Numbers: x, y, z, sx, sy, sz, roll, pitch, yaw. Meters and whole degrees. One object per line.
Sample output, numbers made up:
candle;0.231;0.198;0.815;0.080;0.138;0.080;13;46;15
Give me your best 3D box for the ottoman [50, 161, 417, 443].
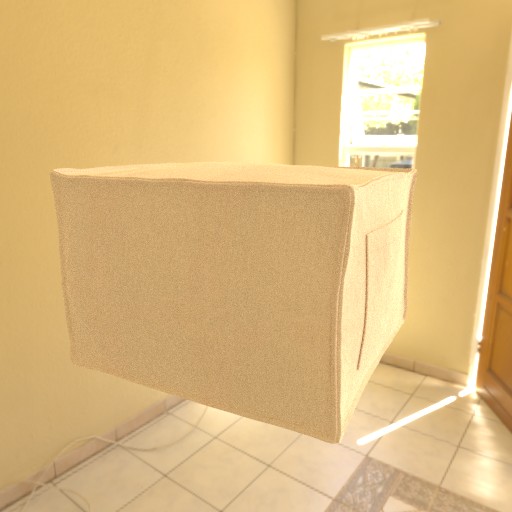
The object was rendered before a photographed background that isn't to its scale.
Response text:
ottoman;0.000;0.000;1.141;0.696;0.470;0.707;7;16;27
